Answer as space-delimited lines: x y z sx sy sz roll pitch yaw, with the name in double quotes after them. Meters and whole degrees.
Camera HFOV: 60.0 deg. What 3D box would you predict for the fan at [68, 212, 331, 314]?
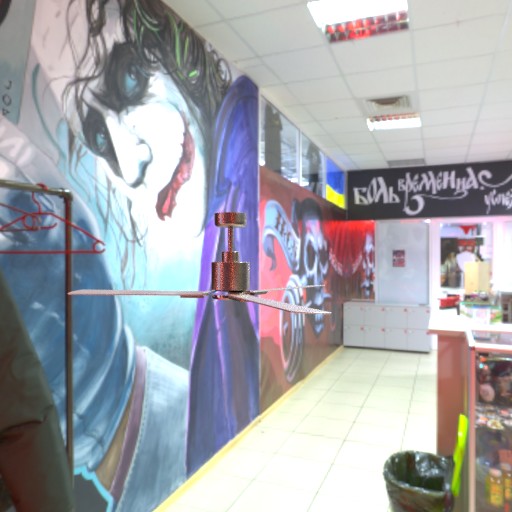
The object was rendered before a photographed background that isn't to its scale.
0.000 0.000 2.298 1.561 0.446 1.531 0 0 -35 "fan"
